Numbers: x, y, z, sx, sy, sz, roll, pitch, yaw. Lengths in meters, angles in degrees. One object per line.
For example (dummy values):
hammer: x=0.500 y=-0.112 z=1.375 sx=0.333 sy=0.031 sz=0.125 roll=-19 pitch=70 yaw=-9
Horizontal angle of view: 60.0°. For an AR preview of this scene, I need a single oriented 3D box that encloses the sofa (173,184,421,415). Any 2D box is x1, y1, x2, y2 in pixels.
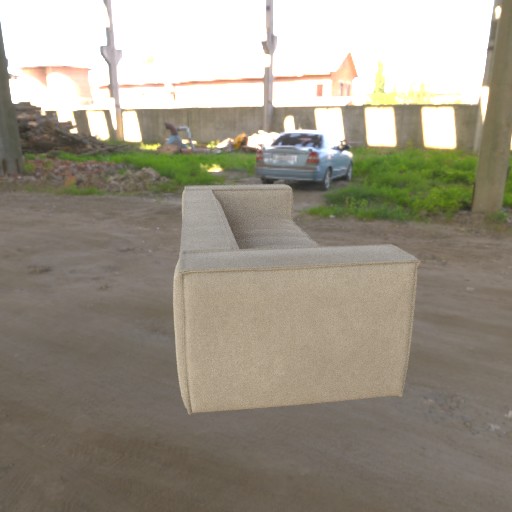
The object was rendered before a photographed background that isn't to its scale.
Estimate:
sofa: x=0.000 y=0.000 z=3.075 sx=1.038 sy=0.680 sz=2.697 roll=-2 pitch=16 yaw=-8
